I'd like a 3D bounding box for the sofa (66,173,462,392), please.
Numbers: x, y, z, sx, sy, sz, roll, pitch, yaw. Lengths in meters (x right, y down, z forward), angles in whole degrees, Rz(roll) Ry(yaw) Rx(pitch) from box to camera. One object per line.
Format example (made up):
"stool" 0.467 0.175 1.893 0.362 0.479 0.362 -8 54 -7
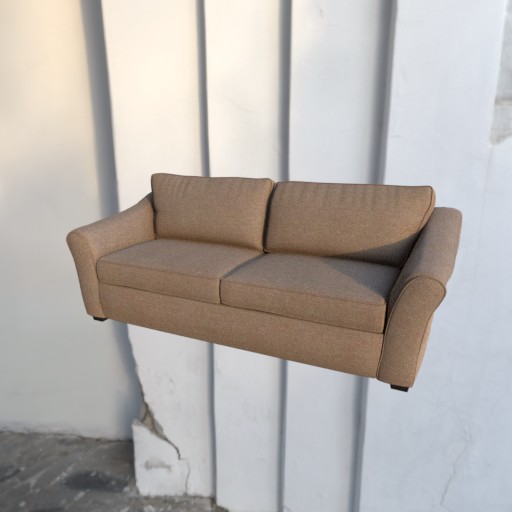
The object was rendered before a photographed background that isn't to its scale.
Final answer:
"sofa" 0.000 0.000 2.754 2.270 0.906 0.986 7 17 24
